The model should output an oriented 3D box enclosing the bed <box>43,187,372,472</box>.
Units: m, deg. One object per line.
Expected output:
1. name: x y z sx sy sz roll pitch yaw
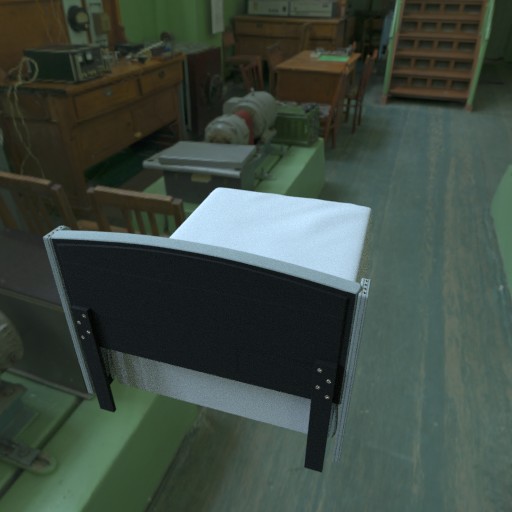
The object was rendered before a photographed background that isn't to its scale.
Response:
1. bed: 0.000 0.000 3.354 1.710 1.407 2.237 10 34 15
